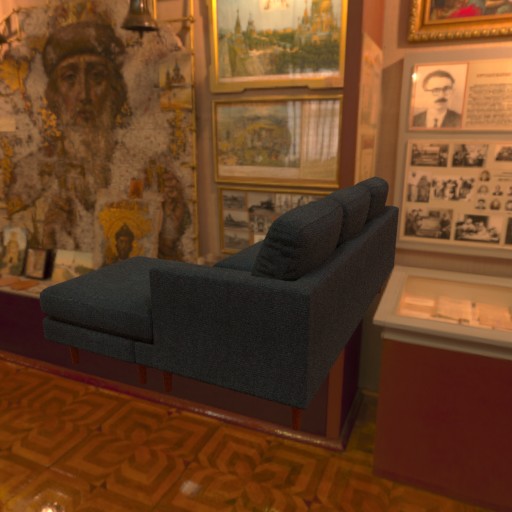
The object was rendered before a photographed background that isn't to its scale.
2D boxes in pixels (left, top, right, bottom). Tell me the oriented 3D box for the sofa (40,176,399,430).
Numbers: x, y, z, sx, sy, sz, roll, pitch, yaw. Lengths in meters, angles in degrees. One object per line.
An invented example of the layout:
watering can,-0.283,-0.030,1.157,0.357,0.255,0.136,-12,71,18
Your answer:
sofa,0.000,0.000,2.980,1.504,0.956,2.233,7,17,25
